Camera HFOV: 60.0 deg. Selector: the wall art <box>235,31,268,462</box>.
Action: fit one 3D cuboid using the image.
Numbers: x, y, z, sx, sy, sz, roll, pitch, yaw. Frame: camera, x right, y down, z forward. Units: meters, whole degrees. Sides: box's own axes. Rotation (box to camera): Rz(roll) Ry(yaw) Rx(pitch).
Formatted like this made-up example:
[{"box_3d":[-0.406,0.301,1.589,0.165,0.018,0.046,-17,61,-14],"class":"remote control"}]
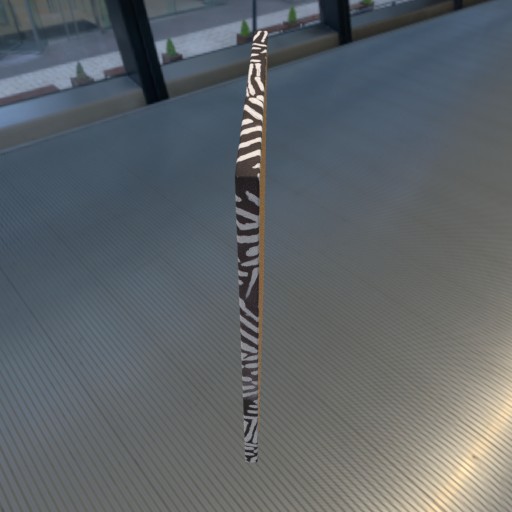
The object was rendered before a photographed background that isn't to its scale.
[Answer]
[{"box_3d":[0.000,0.000,1.302,0.038,1.017,0.765,1,42,2],"class":"wall art"}]
